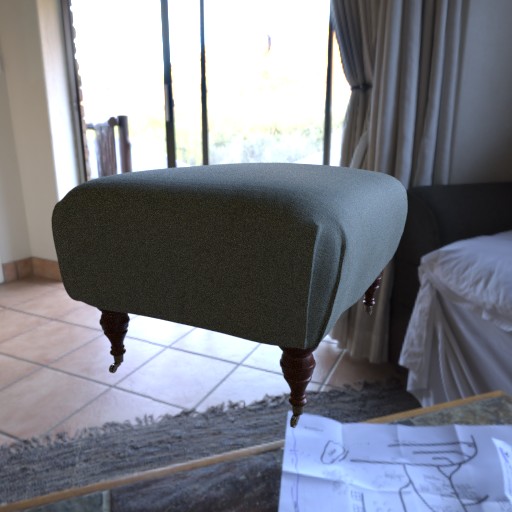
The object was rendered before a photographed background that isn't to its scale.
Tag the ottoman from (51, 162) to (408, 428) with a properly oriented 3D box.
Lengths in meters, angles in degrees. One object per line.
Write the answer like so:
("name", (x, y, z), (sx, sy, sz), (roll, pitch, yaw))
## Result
("ottoman", (0.000, 0.000, 1.102), (0.622, 0.450, 0.747), (7, 16, 26))
